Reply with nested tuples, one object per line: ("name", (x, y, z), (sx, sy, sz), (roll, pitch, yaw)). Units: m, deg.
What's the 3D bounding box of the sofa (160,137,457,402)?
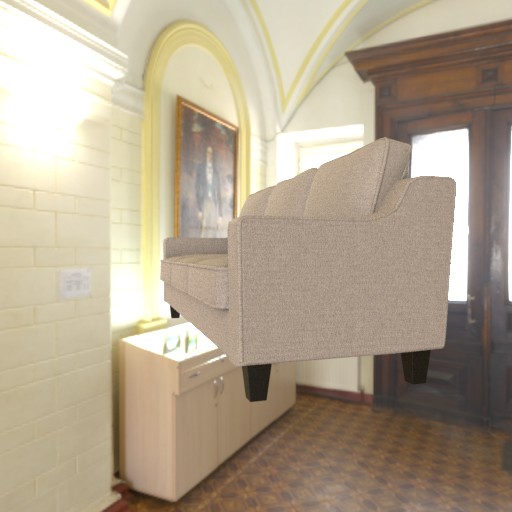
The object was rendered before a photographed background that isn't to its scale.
("sofa", (0.000, 0.000, 2.532), (0.899, 0.950, 2.129), (0, 0, -18))
